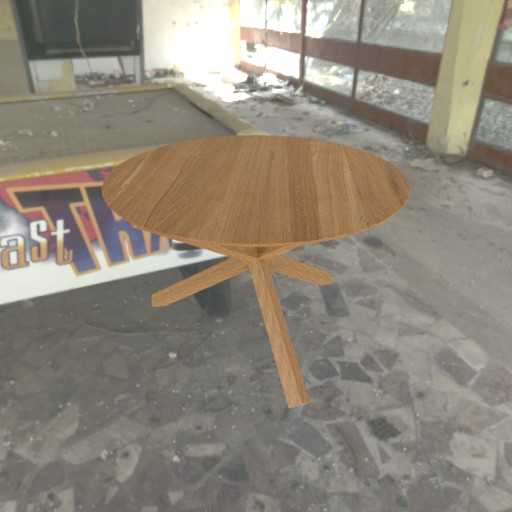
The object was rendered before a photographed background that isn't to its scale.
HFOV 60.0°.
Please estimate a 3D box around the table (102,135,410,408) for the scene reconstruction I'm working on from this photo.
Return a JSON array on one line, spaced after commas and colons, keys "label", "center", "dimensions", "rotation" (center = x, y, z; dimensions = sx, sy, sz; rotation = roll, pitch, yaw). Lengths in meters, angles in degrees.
[{"label": "table", "center": [0.000, 0.000, 1.723], "dimensions": [1.038, 0.666, 1.038], "rotation": [0, 30, 0]}]
